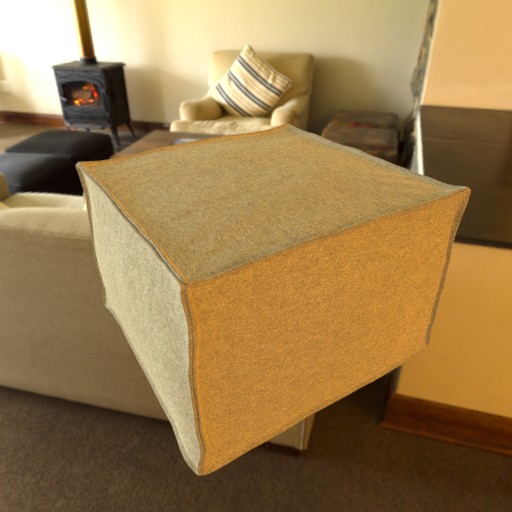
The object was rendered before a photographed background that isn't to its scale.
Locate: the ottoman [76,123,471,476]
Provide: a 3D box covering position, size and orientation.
[{"bbox_3d":[0.000,0.000,1.133,0.707,0.470,0.696,-18,35,-28],"label":"ottoman"}]
